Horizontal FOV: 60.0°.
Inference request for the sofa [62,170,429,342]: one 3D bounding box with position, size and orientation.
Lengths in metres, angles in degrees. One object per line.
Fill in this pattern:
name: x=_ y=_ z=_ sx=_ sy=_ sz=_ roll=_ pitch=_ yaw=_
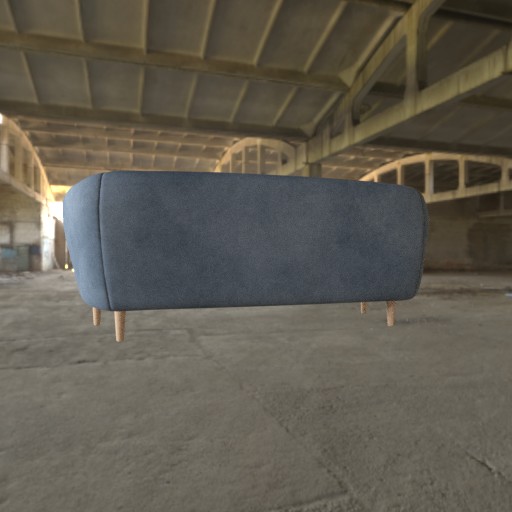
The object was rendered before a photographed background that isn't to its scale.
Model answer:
sofa: x=0.000 y=0.000 z=2.503 sx=2.095 sy=0.795 sz=0.849 roll=0 pitch=1 yaw=-17
